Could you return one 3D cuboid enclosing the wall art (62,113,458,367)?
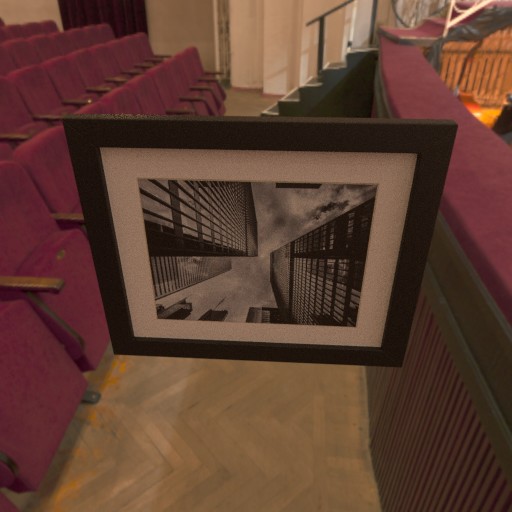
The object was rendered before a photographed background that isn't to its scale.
[{"bbox_3d":[0.000,0.000,0.747,0.558,0.457,0.031,2,31,3],"label":"wall art"}]
